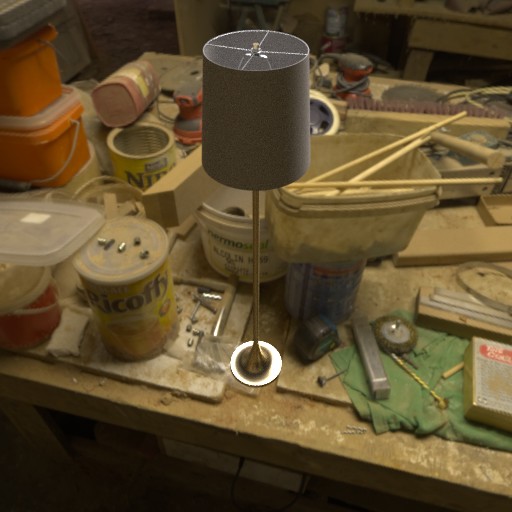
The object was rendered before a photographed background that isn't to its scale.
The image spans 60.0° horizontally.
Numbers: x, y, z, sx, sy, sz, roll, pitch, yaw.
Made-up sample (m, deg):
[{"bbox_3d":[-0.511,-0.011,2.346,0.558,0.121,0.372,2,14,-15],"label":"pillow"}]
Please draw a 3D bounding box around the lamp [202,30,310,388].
[{"bbox_3d":[0.000,0.000,1.685,0.337,1.543,0.337,0,45,0],"label":"lamp"}]
